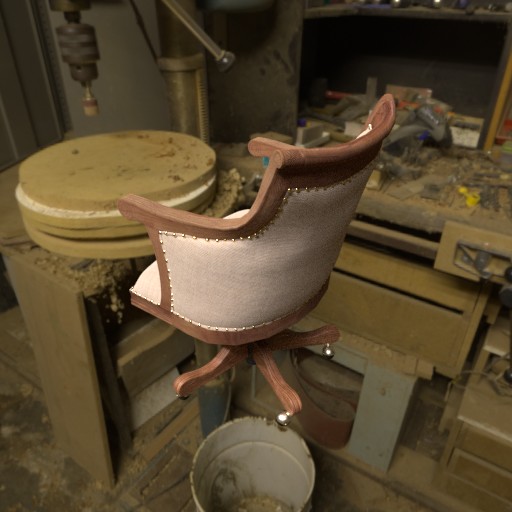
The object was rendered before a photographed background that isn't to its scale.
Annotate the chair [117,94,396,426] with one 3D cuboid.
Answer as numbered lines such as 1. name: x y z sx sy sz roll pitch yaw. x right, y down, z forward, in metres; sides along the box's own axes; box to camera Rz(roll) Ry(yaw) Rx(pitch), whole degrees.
1. chair: 0.000 0.000 1.434 0.689 0.965 0.656 20 37 29
